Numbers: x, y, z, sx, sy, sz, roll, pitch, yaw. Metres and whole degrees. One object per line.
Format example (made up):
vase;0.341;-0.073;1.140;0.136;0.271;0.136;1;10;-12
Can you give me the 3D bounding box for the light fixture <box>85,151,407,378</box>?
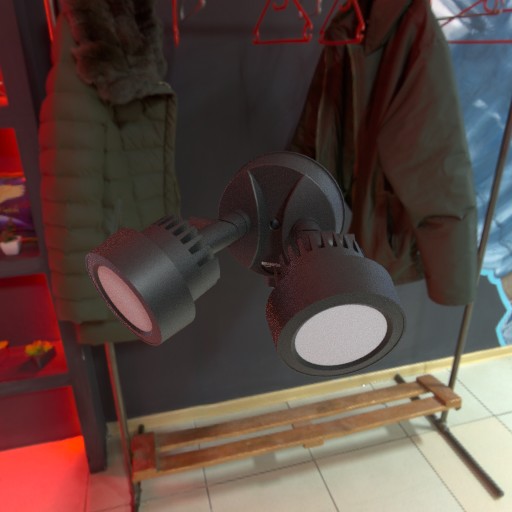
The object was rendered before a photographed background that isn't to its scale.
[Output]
light fixture;0.000;0.000;0.325;0.213;0.120;0.168;7;26;16
